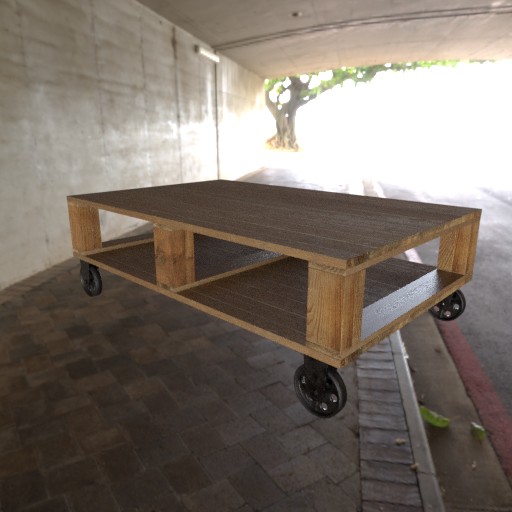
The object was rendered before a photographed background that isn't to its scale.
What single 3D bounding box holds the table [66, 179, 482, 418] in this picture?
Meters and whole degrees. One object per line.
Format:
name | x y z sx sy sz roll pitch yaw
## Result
table | 0.000 0.000 1.680 1.299 0.413 0.827 15 22 41
